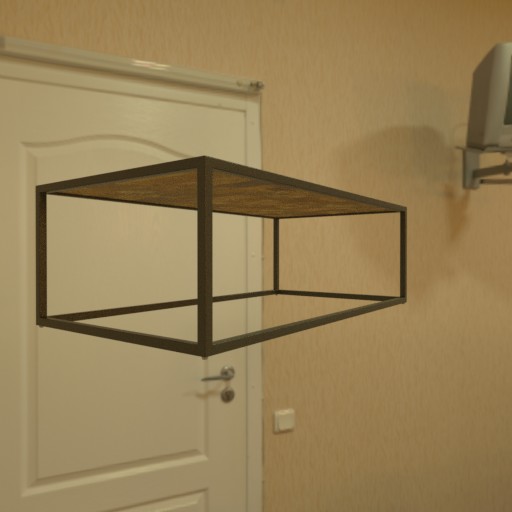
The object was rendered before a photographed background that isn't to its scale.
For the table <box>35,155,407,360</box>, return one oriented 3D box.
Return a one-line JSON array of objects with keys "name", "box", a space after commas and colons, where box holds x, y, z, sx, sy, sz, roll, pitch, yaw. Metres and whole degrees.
[{"name": "table", "box": [0.000, 0.000, 1.529, 0.649, 0.398, 1.199, 0, 0, 37]}]
